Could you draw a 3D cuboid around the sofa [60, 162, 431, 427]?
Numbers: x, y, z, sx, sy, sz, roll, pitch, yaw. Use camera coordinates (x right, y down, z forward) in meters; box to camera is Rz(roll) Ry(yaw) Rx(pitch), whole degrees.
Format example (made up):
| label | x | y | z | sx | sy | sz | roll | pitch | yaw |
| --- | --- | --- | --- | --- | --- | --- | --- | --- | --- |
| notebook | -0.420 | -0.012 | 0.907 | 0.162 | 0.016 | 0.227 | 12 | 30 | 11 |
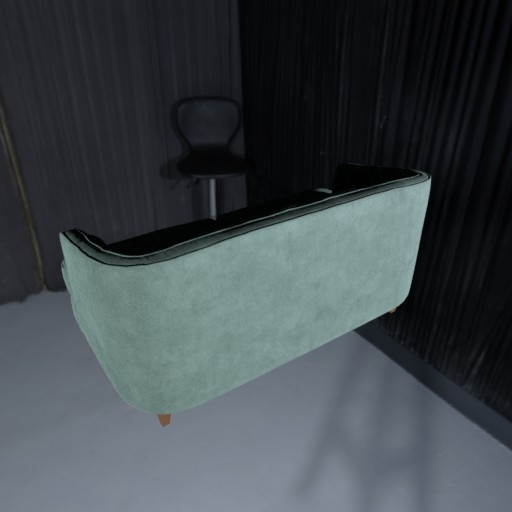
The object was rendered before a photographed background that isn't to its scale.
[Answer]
| label | x | y | z | sx | sy | sz | roll | pitch | yaw |
| --- | --- | --- | --- | --- | --- | --- | --- | --- | --- |
| sofa | 0.000 | 0.000 | 2.277 | 1.733 | 0.855 | 0.941 | -19 | 35 | -29 |
